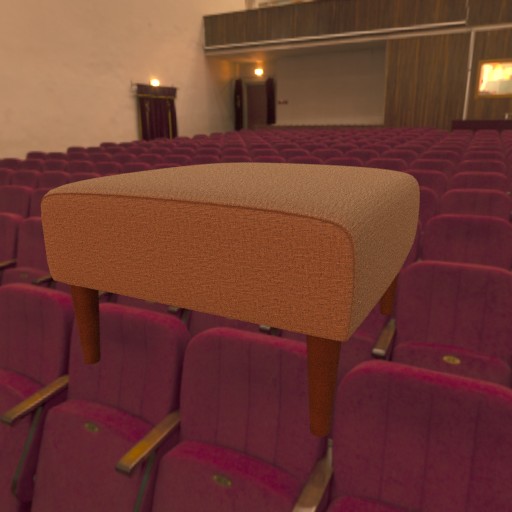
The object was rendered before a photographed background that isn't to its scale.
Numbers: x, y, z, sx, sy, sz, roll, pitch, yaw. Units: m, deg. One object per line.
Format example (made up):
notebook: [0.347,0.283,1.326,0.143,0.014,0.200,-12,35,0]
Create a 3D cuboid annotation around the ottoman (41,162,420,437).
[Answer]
ottoman: [0.000,0.000,1.032,0.649,0.398,0.650,8,18,26]
